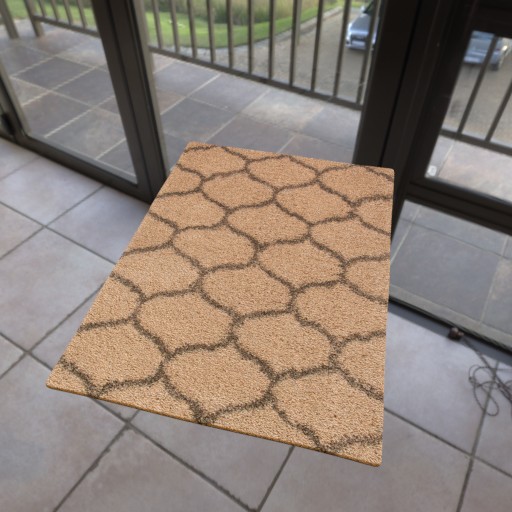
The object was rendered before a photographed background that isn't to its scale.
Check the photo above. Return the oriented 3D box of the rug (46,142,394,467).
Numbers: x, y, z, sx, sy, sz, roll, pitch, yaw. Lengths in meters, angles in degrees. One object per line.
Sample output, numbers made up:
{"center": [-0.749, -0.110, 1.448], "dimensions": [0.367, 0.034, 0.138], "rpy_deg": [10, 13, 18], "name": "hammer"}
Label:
{"center": [0.000, 0.000, 2.033], "dimensions": [1.200, 0.025, 1.600], "rpy_deg": [10, 48, 9], "name": "rug"}
